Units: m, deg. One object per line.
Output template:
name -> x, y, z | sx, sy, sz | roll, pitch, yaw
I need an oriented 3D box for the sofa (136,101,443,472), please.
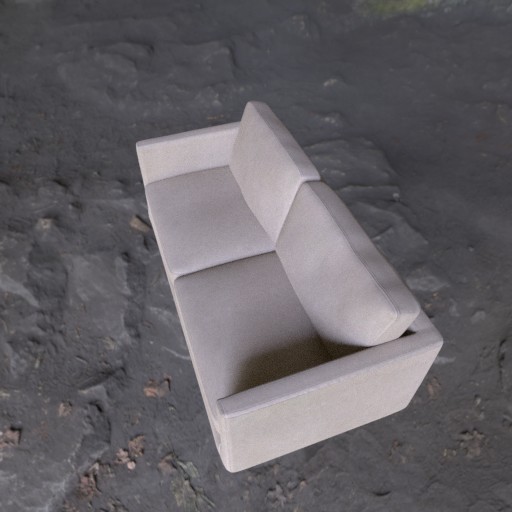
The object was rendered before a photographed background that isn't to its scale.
sofa -> 0.000, 0.000, 2.395 | 0.950, 0.940, 1.846 | -15, 49, -13
